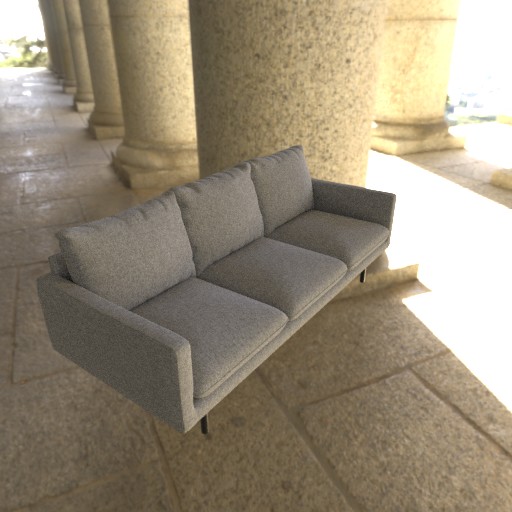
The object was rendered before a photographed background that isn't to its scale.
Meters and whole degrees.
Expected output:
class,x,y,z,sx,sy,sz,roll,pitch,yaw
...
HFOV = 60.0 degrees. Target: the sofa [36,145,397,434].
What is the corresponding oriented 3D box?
class,x,y,z,sx,sy,sz,roll,pitch,yaw
sofa,0.000,0.000,2.423,0.850,0.830,2.000,18,31,32
